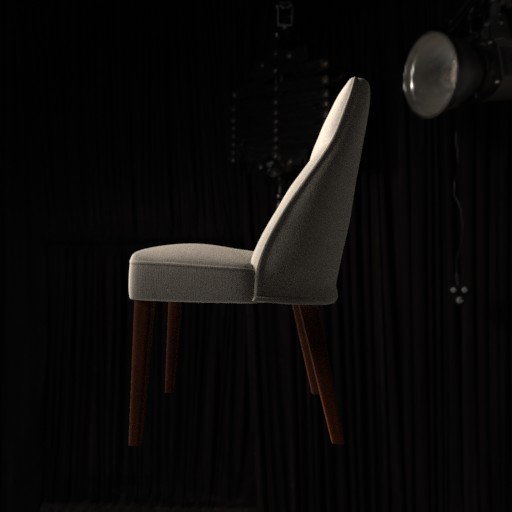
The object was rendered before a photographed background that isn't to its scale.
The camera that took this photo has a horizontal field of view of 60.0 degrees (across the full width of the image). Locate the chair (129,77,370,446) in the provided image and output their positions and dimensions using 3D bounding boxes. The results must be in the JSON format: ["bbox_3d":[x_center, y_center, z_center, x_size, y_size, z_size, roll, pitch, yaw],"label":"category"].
[{"bbox_3d":[0.000,0.000,1.304,0.620,0.930,0.500,0,0,0],"label":"chair"}]
